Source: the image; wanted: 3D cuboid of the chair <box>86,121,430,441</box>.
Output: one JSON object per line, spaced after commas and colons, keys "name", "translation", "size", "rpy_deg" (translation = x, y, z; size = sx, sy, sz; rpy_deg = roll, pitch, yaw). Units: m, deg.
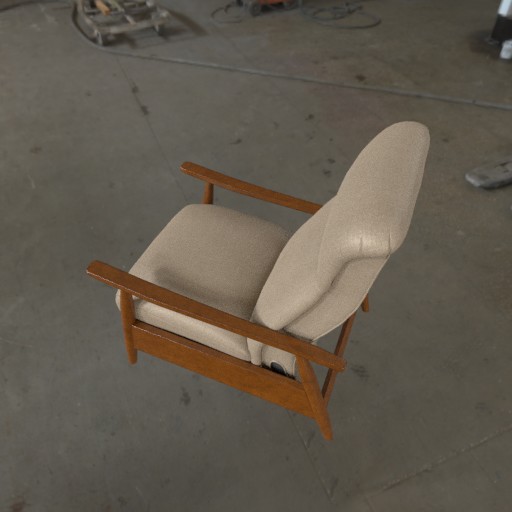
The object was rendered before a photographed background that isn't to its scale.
{"name": "chair", "translation": [0.000, 0.000, 1.770], "size": [1.032, 1.082, 0.762], "rpy_deg": [16, 47, 15]}
